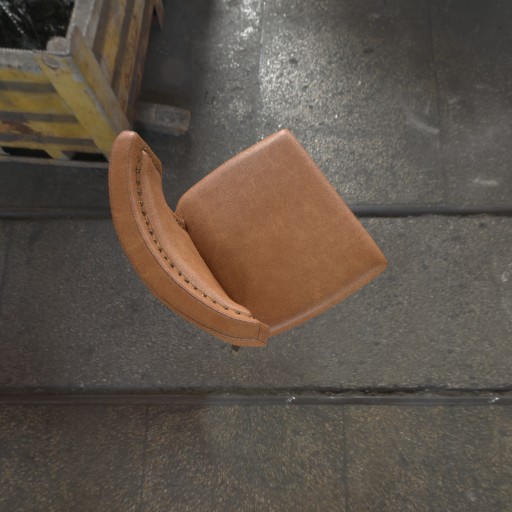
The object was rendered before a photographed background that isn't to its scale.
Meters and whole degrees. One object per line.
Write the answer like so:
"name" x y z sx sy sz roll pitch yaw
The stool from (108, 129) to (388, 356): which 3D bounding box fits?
"stool" 0.000 0.000 1.383 0.563 1.092 0.526 -32 78 -8
